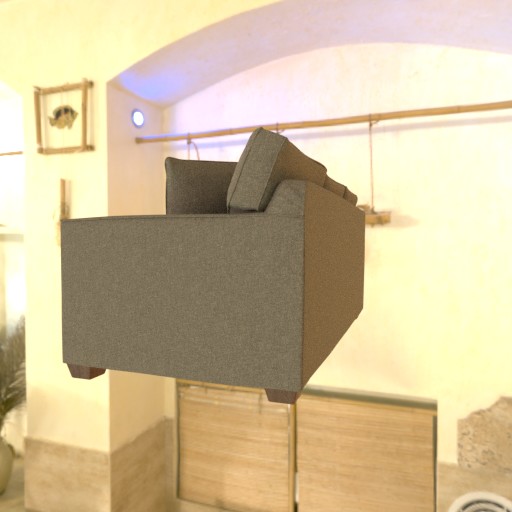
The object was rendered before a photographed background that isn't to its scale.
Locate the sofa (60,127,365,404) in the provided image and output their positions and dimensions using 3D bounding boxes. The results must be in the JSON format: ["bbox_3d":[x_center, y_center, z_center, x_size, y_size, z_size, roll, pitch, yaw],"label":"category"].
[{"bbox_3d":[0.000,0.000,2.520,1.034,0.946,1.963,1,2,19],"label":"sofa"}]
